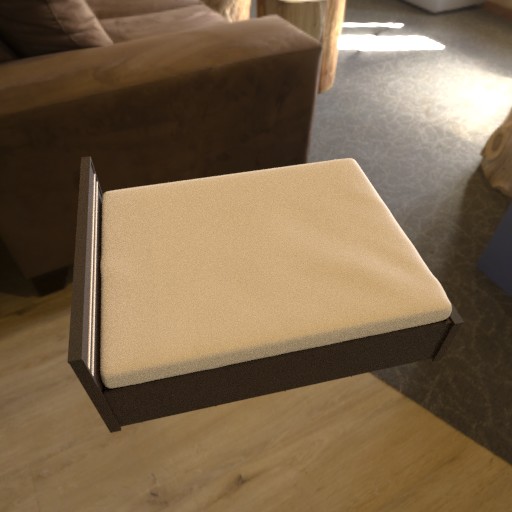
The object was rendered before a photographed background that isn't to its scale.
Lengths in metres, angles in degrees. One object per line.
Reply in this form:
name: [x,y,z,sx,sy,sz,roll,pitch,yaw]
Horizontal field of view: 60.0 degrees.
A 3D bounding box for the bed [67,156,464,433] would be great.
bed: [0.000,0.000,2.977,2.103,0.808,1.634,-10,47,-9]
